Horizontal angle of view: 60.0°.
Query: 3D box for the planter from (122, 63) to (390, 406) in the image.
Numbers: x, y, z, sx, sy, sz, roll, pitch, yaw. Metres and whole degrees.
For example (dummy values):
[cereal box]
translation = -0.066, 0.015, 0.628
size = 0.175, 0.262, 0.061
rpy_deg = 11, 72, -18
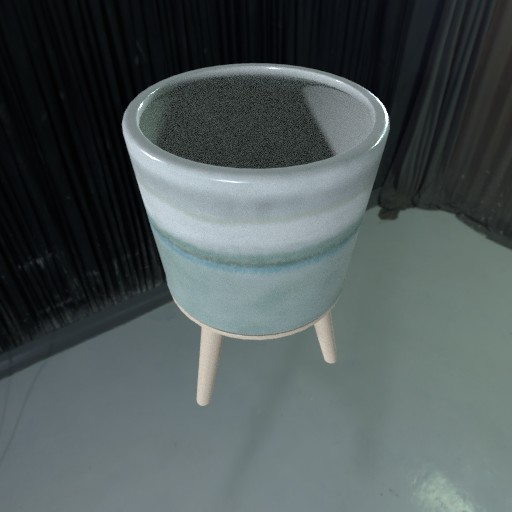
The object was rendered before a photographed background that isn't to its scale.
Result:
[planter]
translation = 0.000, 0.000, 0.581
size = 0.265, 0.404, 0.265
rpy_deg = -27, 49, -27
